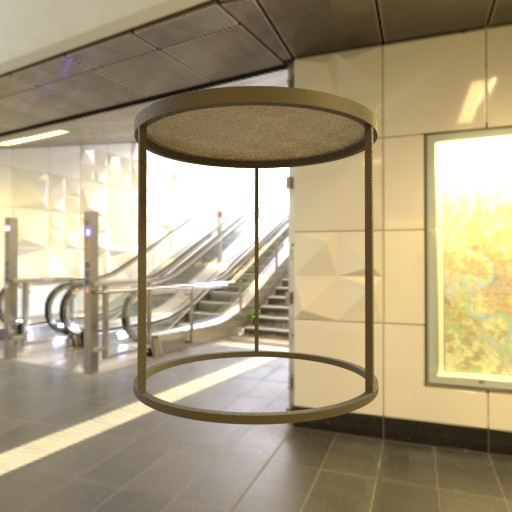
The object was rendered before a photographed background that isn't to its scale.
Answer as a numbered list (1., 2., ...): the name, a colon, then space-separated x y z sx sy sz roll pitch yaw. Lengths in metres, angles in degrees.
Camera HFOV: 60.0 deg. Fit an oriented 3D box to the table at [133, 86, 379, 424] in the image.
1. table: 0.000 0.000 0.885 0.470 0.498 0.470 0 -1 0
